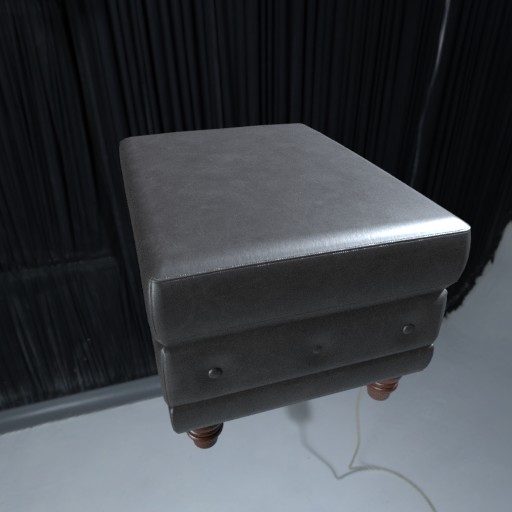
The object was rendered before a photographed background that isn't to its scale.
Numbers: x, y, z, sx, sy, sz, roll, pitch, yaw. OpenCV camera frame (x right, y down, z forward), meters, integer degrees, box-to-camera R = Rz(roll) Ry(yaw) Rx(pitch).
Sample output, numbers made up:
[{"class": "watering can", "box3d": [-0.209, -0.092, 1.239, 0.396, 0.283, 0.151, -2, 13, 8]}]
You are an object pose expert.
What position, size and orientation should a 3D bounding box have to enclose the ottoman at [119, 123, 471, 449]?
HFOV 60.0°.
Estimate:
[{"class": "ottoman", "box3d": [0.000, 0.000, 1.142, 0.590, 0.498, 0.795, -9, 31, -15]}]
